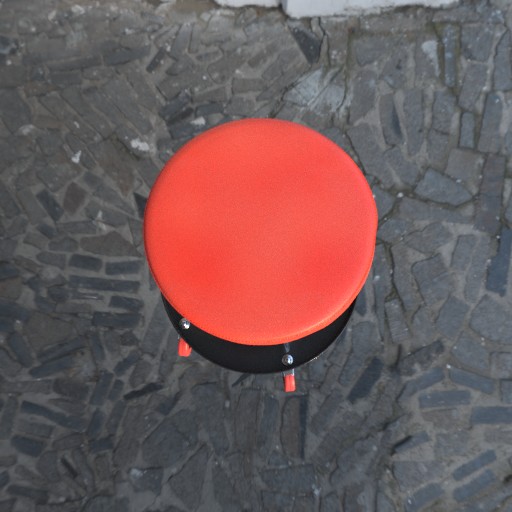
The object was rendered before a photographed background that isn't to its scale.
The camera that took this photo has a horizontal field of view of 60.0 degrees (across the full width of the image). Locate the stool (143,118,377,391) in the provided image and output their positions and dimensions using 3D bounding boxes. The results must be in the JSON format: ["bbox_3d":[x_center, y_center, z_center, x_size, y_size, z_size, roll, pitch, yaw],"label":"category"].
[{"bbox_3d":[0.000,0.000,0.683,0.382,0.365,0.381,14,77,3],"label":"stool"}]
